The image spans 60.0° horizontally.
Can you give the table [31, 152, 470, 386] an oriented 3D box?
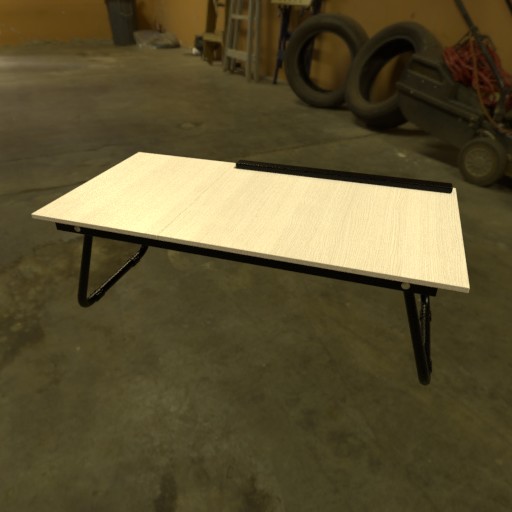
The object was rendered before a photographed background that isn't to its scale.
[{"bbox_3d":[0.000,0.000,0.800,0.644,0.242,0.322,10,33,16],"label":"table"}]
